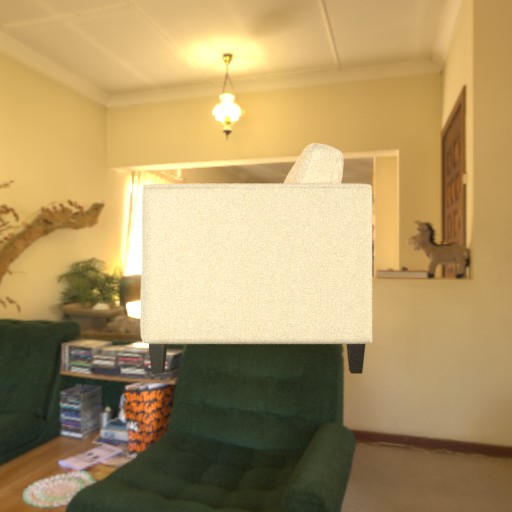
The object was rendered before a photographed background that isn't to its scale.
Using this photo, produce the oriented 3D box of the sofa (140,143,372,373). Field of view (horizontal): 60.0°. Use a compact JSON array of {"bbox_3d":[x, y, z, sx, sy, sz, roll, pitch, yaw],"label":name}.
[{"bbox_3d":[0.000,0.000,2.946,0.948,0.965,2.434,0,0,0],"label":"sofa"}]
